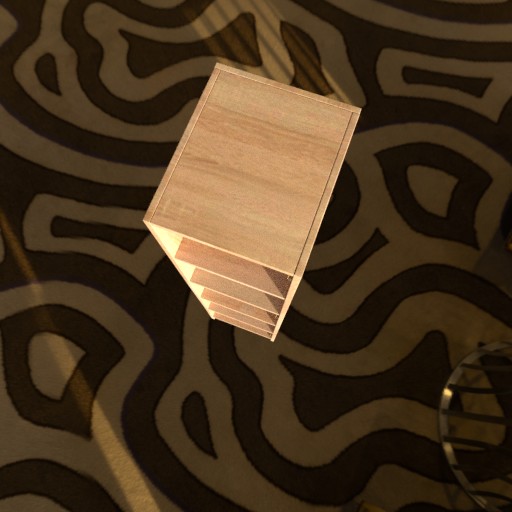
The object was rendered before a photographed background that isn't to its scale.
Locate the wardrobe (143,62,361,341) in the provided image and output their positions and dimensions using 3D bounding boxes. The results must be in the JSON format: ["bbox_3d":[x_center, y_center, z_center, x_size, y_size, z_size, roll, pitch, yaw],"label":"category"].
[{"bbox_3d":[0.000,0.000,2.372,0.496,2.117,0.588,20,75,5],"label":"wardrobe"}]
